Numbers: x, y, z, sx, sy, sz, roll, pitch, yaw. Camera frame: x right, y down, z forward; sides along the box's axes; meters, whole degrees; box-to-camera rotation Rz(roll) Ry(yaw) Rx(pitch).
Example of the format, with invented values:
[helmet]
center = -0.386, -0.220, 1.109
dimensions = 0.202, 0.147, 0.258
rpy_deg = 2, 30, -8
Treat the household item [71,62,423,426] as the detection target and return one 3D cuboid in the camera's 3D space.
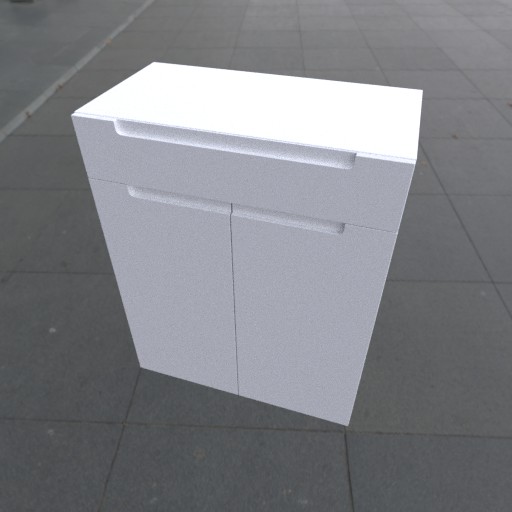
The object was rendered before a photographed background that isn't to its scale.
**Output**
[household item]
center = 0.000, 0.000, 1.434
dimensions = 0.790, 1.010, 0.420
rpy_deg = 12, 41, 13
